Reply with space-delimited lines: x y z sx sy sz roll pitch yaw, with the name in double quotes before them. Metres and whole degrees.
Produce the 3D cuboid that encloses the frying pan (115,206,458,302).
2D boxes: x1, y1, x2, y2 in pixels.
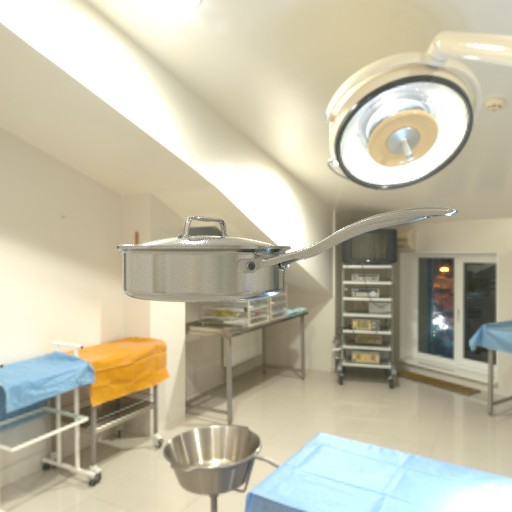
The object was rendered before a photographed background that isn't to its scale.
"frying pan" 0.000 0.000 0.583 0.492 0.111 0.245 0 1 35
